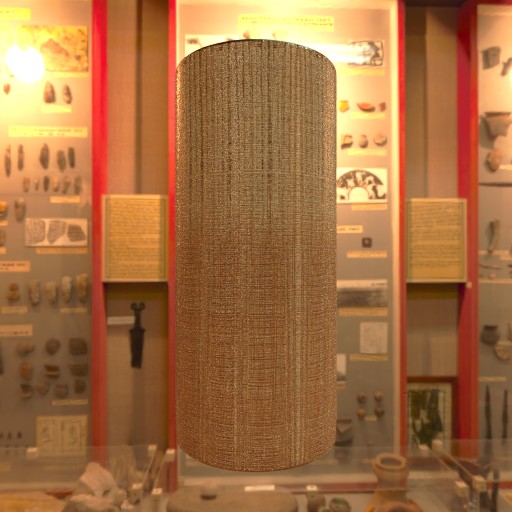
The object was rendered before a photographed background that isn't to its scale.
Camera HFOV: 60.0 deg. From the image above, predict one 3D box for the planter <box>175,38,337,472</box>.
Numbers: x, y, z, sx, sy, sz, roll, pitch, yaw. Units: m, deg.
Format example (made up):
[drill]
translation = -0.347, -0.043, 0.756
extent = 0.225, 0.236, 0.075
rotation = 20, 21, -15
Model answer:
[planter]
translation = 0.000, 0.000, 0.279
extent = 0.100, 0.227, 0.100
rotation = 0, 0, -1
